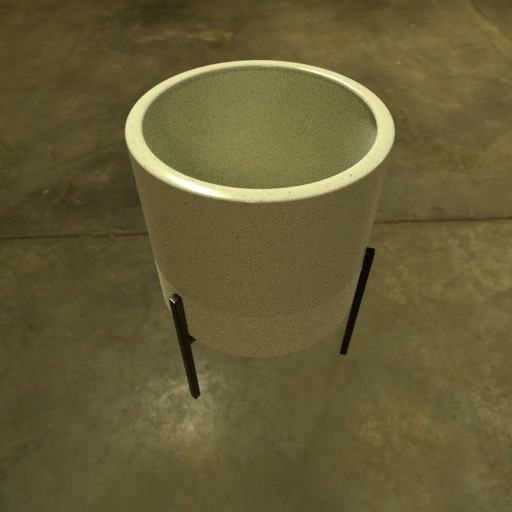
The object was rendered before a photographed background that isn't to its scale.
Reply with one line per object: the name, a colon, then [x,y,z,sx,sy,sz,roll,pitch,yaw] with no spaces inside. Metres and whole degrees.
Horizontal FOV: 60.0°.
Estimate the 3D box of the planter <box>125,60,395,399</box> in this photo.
planter: [0.000,0.000,0.335,0.152,0.230,0.159,34,55,28]
